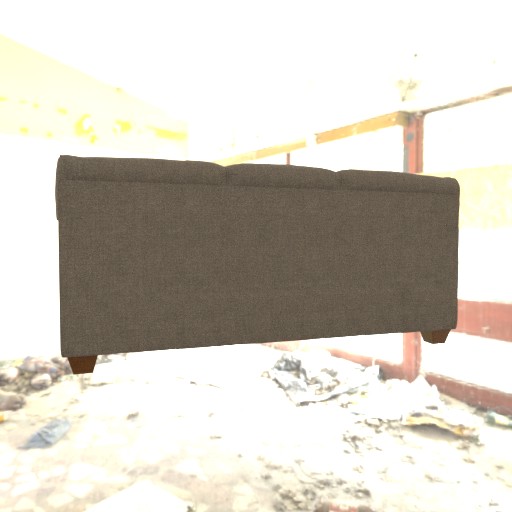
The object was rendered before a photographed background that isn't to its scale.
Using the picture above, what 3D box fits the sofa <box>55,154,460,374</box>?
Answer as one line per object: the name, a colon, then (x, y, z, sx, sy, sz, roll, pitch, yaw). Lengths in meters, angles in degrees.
sofa: (0.000, 0.000, 2.564, 2.024, 0.958, 0.997, -1, 2, -17)
